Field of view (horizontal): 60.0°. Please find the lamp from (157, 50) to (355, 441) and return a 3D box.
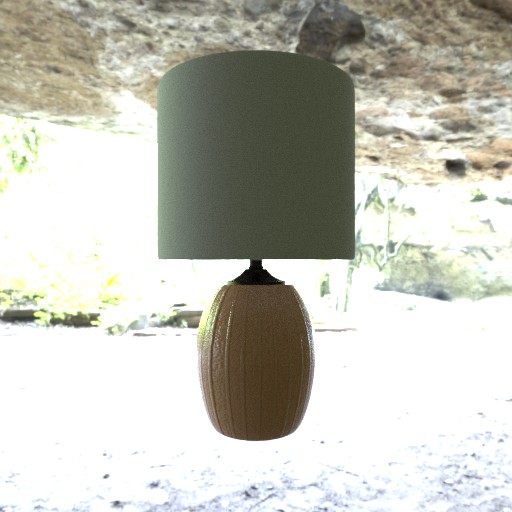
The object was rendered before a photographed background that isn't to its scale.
[{"bbox_3d":[0.000,0.000,0.752,0.329,0.570,0.329,0,0,0],"label":"lamp"}]
